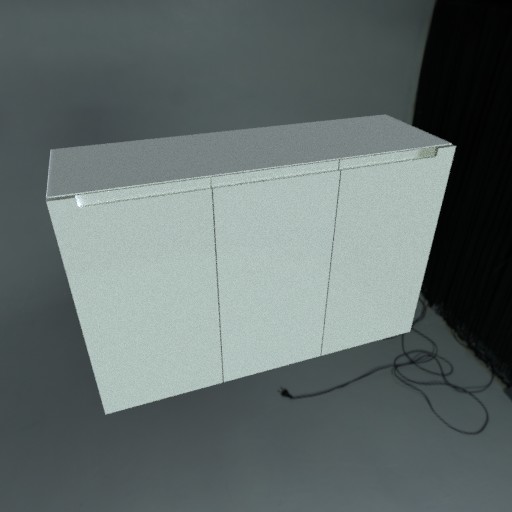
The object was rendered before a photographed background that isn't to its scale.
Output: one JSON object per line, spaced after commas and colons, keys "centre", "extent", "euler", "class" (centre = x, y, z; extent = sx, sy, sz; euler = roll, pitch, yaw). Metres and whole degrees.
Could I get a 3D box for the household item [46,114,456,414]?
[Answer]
{"centre": [0.000, 0.000, 1.726], "extent": [1.300, 0.867, 0.420], "euler": [-11, 34, -17], "class": "household item"}
